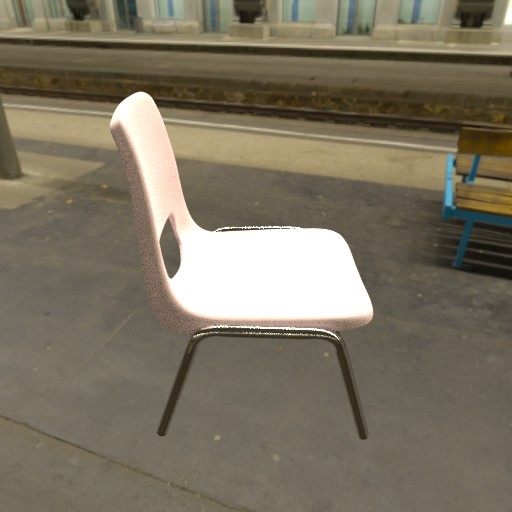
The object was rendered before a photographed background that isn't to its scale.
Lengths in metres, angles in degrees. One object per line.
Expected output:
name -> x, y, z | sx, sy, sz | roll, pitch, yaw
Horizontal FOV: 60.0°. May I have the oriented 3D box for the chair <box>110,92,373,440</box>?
chair -> 0.000, 0.000, 0.779 | 0.385, 0.537, 0.354 | 0, 30, -1
